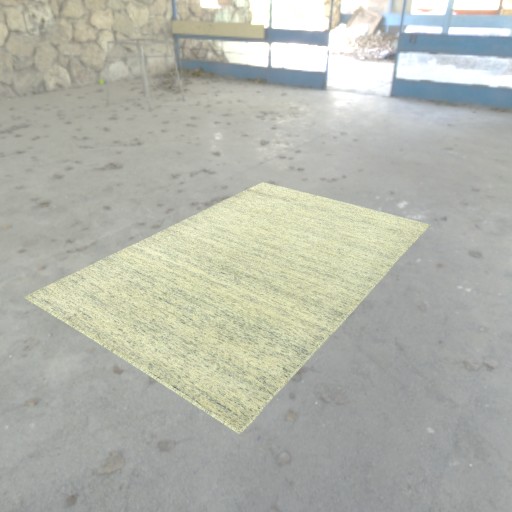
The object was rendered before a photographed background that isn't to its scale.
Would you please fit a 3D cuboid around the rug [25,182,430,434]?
[{"bbox_3d":[0.000,0.000,2.324,1.243,0.014,1.846,20,35,31],"label":"rug"}]
